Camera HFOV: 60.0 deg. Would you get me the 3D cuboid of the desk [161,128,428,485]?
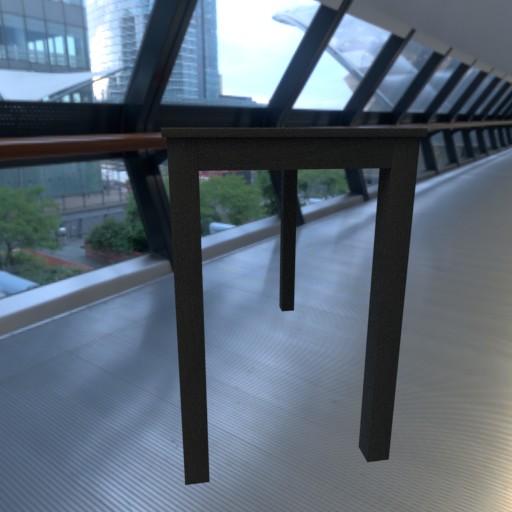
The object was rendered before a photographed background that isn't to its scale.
[{"bbox_3d":[0.000,0.000,1.380,0.499,0.762,0.991,-3,16,-9],"label":"desk"}]
